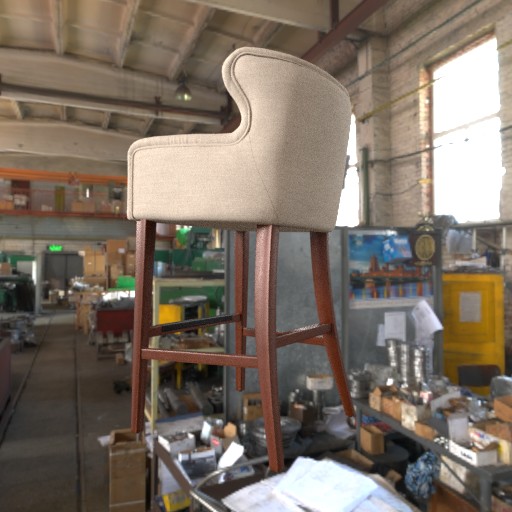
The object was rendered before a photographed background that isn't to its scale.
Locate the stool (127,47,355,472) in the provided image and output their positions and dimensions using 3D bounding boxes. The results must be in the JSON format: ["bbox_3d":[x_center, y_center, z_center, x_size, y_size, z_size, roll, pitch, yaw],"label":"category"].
[{"bbox_3d":[0.000,0.000,1.373,0.563,1.034,0.556,-1,-1,34],"label":"stool"}]
